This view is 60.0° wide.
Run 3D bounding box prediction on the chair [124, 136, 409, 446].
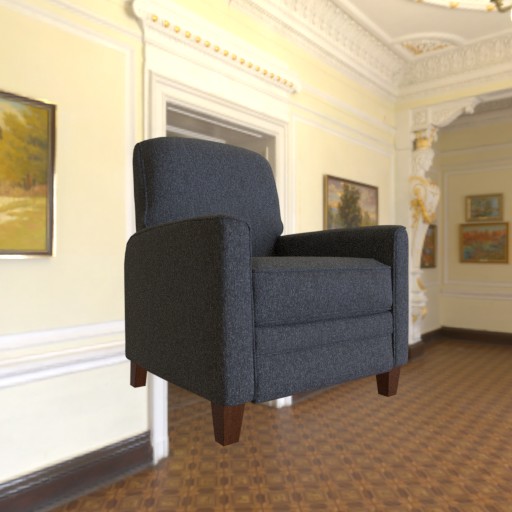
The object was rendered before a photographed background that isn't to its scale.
[{"bbox_3d":[0.000,0.000,1.692,0.839,1.016,0.850,0,0,-36],"label":"chair"}]
